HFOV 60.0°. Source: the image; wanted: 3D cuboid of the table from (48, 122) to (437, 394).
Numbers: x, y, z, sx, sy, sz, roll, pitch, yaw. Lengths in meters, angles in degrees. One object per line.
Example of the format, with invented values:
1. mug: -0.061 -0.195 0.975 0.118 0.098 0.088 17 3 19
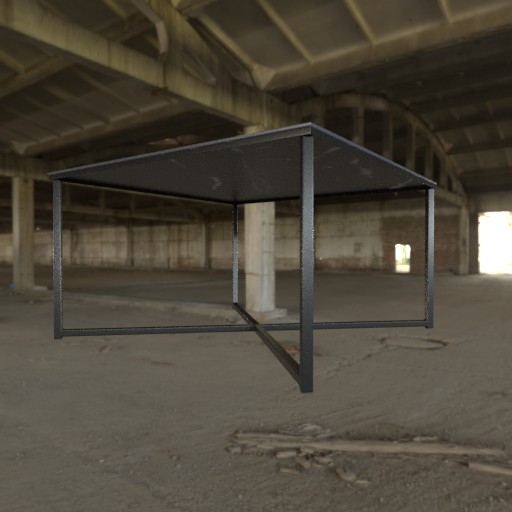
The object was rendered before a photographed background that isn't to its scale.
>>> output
1. table: 0.000 0.000 1.282 0.800 0.450 0.800 0 1 36
